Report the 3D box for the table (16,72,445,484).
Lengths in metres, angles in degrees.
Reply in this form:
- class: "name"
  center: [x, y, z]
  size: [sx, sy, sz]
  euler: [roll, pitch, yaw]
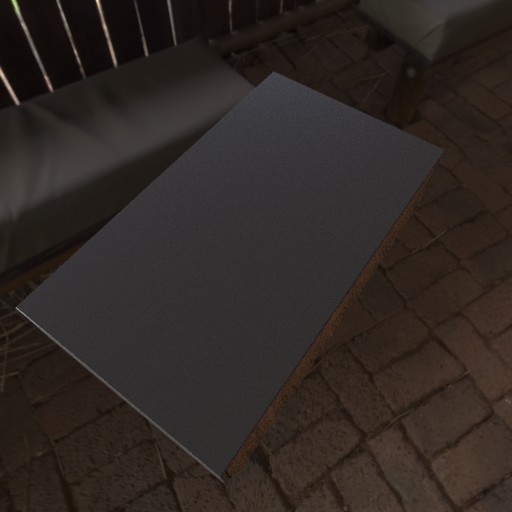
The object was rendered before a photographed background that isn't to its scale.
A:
- class: "table"
  center: [0.000, 0.000, 1.491]
  size: [0.703, 0.404, 1.201]
  euler: [32, 64, 18]
